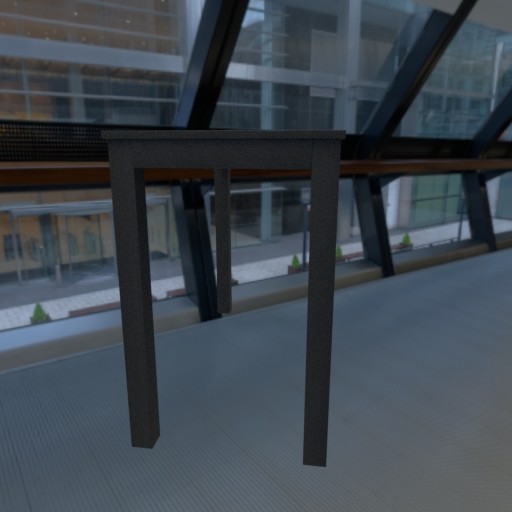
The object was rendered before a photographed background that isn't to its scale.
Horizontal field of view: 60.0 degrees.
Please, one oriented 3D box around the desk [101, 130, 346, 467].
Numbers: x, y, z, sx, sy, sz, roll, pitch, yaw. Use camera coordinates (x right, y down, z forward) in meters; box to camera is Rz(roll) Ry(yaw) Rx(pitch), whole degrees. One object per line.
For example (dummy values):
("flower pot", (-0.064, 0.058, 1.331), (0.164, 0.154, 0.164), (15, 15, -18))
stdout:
("desk", (0.000, 0.000, 1.450), (0.499, 0.762, 0.991), (2, 14, 8))
